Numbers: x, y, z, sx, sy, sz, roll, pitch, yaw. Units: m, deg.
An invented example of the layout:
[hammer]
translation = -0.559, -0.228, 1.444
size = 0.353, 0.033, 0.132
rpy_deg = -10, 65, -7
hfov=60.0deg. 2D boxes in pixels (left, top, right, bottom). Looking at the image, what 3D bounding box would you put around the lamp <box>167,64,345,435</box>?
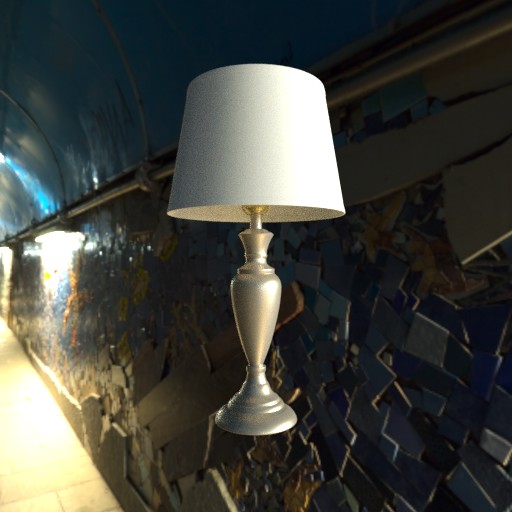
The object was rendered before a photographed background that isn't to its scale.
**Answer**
[lamp]
translation = 0.000, 0.000, 0.832
size = 0.328, 0.612, 0.328
rpy_deg = 0, 0, 0
